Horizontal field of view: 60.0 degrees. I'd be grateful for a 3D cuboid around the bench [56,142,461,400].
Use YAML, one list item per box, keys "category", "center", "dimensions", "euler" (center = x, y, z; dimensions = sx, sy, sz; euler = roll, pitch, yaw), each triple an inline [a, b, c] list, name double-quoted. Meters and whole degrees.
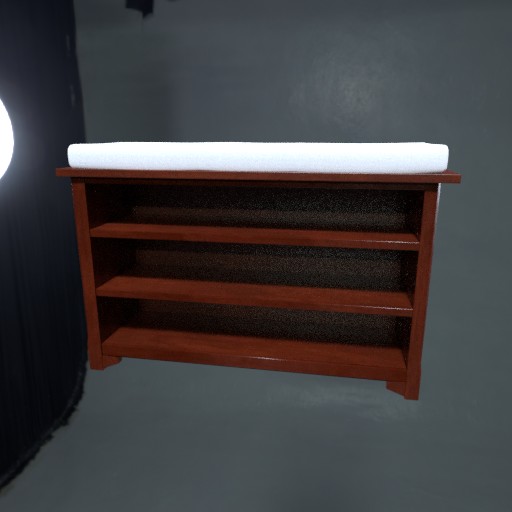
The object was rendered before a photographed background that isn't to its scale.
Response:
- category: "bench"
  center: [0.000, 0.000, 1.306]
  dimensions: [0.987, 0.646, 0.369]
  euler: [3, 15, 10]
